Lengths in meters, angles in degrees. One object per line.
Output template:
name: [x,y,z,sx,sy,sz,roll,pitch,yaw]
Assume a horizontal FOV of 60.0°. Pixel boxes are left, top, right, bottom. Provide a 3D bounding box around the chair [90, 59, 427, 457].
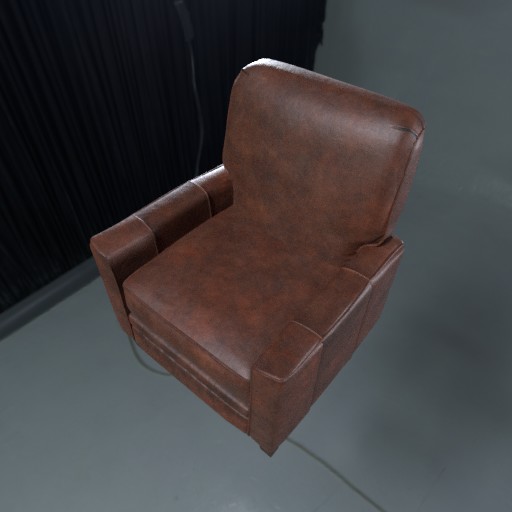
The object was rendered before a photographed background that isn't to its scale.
chair: [0.000,0.000,1.602,0.843,1.043,0.836,31,53,26]
